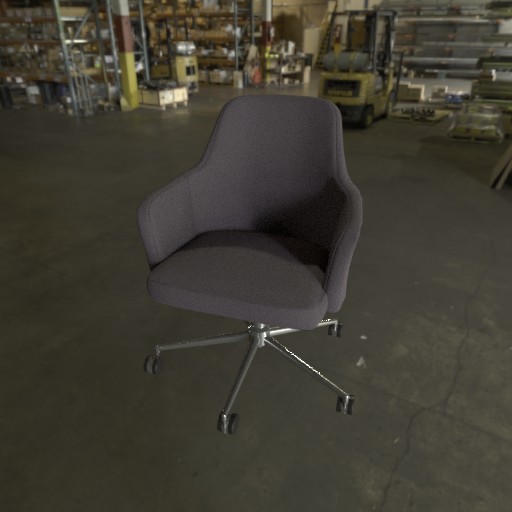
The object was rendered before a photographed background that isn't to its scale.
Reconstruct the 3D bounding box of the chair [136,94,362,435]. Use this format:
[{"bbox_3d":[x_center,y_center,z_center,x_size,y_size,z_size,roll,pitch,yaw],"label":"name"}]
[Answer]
[{"bbox_3d":[0.000,0.000,1.274,0.655,0.820,0.600,9,28,17],"label":"chair"}]
